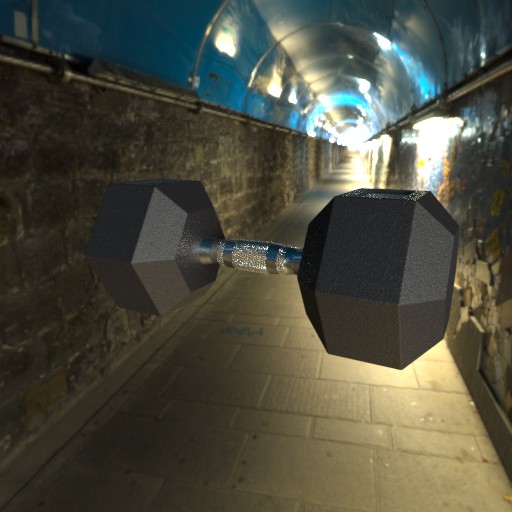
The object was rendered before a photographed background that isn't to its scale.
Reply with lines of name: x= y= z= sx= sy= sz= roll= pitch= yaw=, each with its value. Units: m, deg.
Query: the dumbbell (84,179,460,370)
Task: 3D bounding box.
dumbbell: x=0.000 y=0.000 z=0.442 sx=0.361 sy=0.137 sz=0.157 roll=7 pitch=16 yaw=27
